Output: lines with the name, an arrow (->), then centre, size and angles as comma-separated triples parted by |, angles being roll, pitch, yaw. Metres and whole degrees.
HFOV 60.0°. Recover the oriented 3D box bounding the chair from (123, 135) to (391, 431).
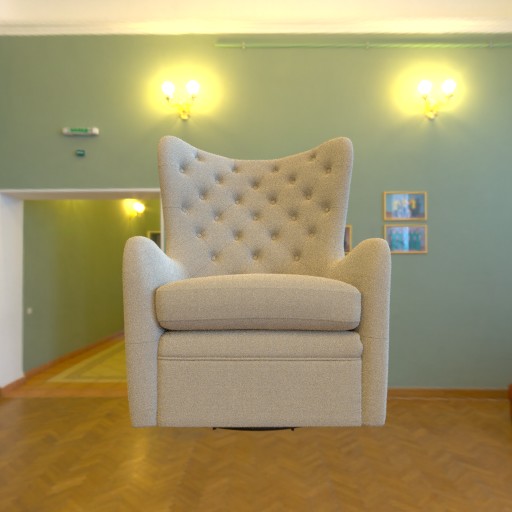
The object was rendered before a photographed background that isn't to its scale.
chair -> 0.000, 0.000, 1.738 | 0.831, 1.079, 0.929 | 0, -1, -1
